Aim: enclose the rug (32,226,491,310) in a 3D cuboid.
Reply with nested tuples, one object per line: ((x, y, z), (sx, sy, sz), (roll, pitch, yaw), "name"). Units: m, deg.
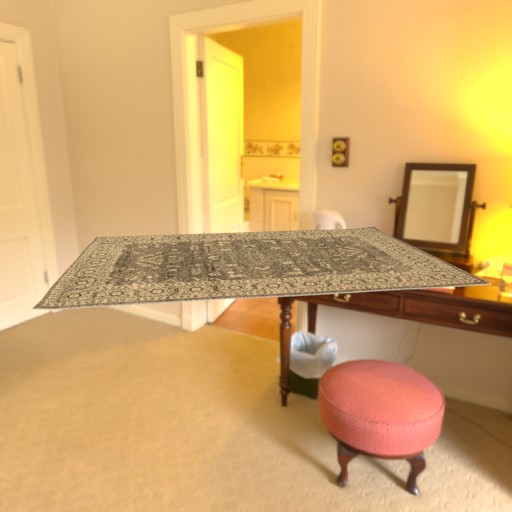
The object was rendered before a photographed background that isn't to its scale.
((0.000, 0.000, 2.304), (1.828, 0.019, 1.209), (-2, 15, -9), "rug")
